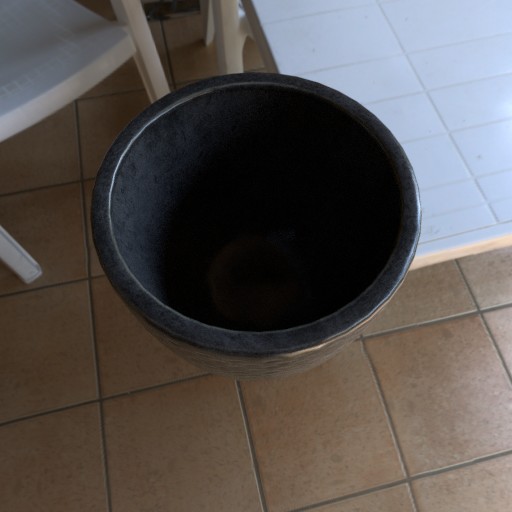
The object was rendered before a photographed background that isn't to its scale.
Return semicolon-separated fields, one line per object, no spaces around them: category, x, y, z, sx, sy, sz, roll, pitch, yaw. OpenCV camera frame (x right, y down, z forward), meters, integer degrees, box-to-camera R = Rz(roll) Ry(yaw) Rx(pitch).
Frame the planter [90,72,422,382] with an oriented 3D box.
planter;0.000;0.000;0.300;0.172;0.160;0.172;0;65;0
